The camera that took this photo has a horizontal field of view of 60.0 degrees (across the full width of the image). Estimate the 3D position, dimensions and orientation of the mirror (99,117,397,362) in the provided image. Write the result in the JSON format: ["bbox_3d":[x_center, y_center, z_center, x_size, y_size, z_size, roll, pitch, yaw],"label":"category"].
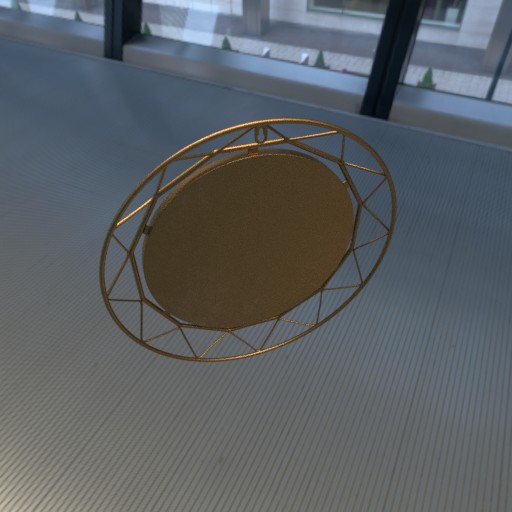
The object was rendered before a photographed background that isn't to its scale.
[{"bbox_3d":[0.000,0.000,0.674,0.454,0.454,0.043,-13,44,-14],"label":"mirror"}]
